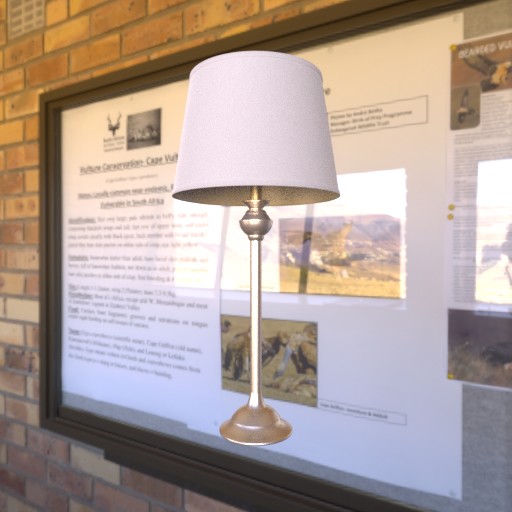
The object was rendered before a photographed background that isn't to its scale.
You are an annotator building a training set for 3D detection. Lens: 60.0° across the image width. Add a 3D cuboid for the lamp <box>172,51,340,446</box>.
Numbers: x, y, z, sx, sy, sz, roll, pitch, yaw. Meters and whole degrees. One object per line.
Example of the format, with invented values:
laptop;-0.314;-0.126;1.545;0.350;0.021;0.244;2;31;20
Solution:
lamp;0.000;0.000;0.885;0.331;0.698;0.331;0;0;0
